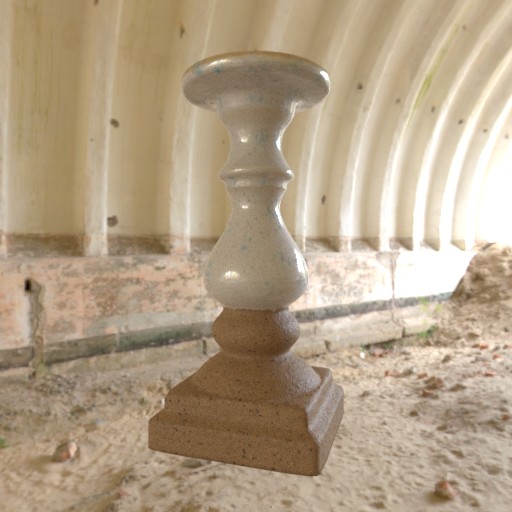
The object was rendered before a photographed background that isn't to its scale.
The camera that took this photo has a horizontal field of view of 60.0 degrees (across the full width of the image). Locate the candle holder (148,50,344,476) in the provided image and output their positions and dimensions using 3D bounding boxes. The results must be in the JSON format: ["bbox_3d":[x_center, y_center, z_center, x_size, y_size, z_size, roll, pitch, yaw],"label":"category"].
[{"bbox_3d":[0.000,0.000,0.306,0.110,0.239,0.110,0,1,19],"label":"candle holder"}]
